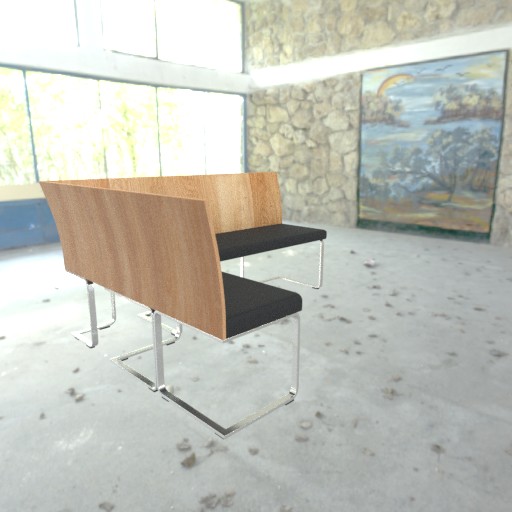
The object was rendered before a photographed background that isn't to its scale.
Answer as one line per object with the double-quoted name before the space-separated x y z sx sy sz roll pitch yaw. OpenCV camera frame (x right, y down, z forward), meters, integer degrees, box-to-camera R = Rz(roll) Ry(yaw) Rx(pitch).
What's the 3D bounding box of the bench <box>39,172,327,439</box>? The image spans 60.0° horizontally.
"bench" 0.000 0.000 2.732 1.945 0.930 1.495 -12 18 -43
